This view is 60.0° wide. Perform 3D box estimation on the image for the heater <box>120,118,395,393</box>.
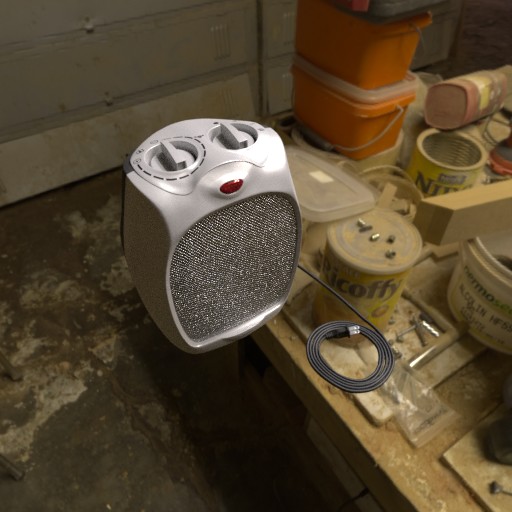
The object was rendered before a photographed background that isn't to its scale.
[{"bbox_3d":[0.000,0.000,0.462,0.239,0.240,0.291,-24,51,-22],"label":"heater"}]
